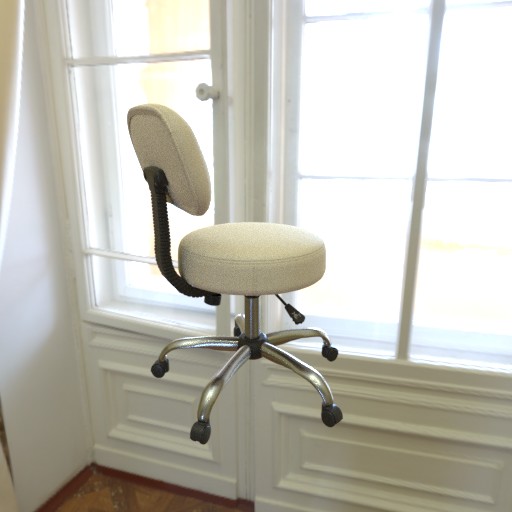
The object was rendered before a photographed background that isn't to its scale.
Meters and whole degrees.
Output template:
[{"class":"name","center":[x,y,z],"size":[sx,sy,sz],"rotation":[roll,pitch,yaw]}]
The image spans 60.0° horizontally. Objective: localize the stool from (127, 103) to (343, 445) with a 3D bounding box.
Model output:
[{"class":"stool","center":[0.000,0.000,1.264],"size":[0.616,0.810,0.609],"rotation":[-8,18,-27]}]
